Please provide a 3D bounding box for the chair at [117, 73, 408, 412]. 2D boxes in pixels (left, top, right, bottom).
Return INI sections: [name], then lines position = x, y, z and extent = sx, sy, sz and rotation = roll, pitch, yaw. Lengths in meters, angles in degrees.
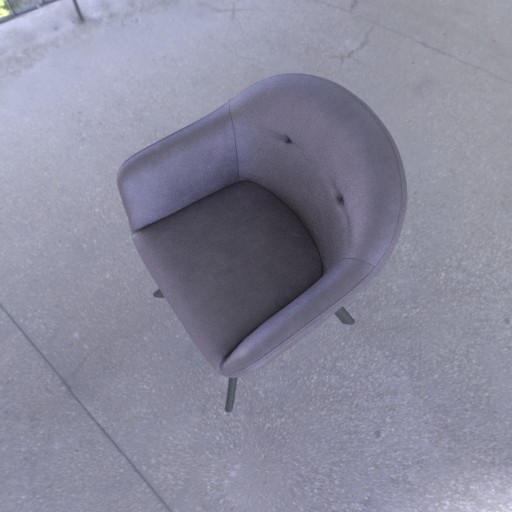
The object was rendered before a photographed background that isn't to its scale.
[chair]
position = 0.000, 0.000, 1.167
extent = 0.544, 0.781, 0.567
rotation = -32, 68, -14
